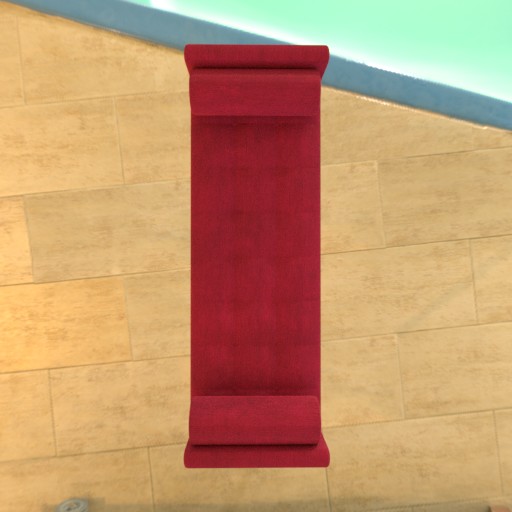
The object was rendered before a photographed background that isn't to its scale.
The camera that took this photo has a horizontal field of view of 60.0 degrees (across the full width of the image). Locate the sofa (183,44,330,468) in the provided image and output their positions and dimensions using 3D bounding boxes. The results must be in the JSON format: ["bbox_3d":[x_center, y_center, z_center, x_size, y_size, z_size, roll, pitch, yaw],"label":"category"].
[{"bbox_3d":[0.000,0.000,2.362,0.686,0.635,1.981,0,90,-1],"label":"sofa"}]
